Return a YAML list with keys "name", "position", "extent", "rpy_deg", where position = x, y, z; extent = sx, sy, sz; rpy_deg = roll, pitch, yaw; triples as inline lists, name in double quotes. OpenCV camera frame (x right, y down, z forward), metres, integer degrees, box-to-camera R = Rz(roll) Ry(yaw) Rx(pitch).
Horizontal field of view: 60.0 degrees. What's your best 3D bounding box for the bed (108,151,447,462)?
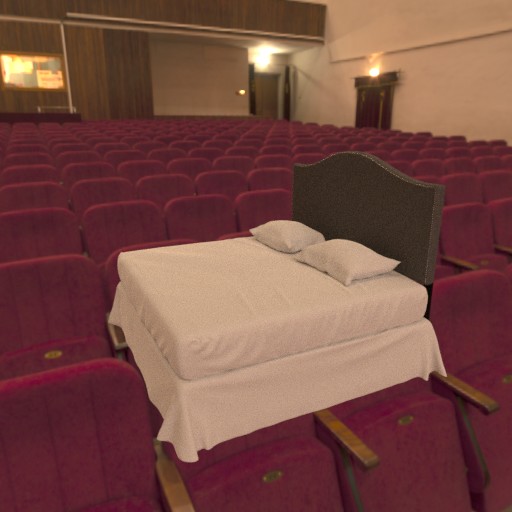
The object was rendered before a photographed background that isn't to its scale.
- name: "bed"
  position: [0.000, 0.000, 3.699]
  extent: [2.219, 1.651, 2.314]
  rpy_deg: [-8, 19, -25]
